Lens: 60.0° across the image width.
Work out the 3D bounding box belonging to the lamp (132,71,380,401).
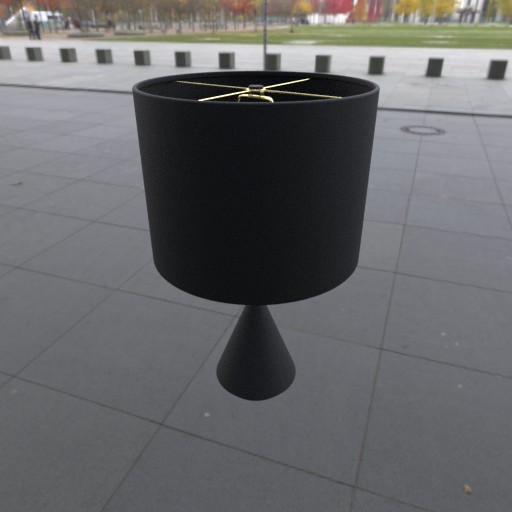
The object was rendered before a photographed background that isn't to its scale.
[{"bbox_3d":[0.000,0.000,0.798,0.359,0.584,0.359,19,33,31],"label":"lamp"}]
